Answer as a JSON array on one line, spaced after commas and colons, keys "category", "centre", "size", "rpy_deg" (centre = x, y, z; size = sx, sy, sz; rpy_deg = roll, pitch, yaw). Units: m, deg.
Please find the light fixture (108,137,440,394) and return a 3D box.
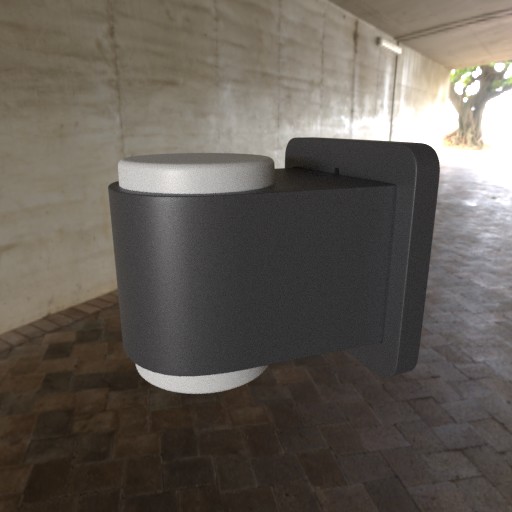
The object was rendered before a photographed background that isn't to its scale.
[{"category": "light fixture", "centre": [0.000, 0.000, 0.217], "size": [0.132, 0.109, 0.109], "rpy_deg": [-8, 18, -24]}]
